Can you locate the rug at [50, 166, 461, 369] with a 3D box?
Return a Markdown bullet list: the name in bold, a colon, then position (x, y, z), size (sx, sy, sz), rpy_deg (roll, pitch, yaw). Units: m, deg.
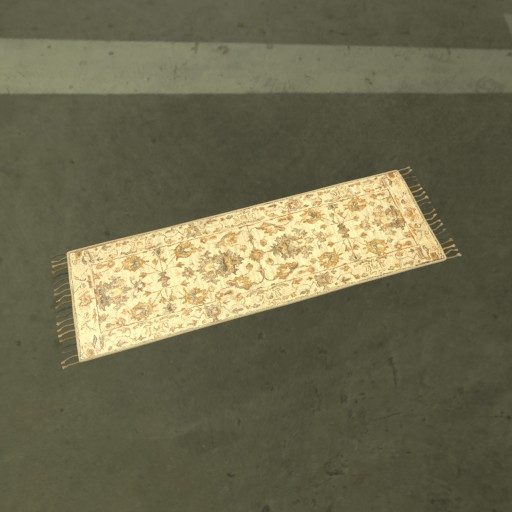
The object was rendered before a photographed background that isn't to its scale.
- **rug**: position (0.000, 0.000, 2.731), size (2.438, 0.021, 0.729), rpy_deg (-15, 64, -7)
